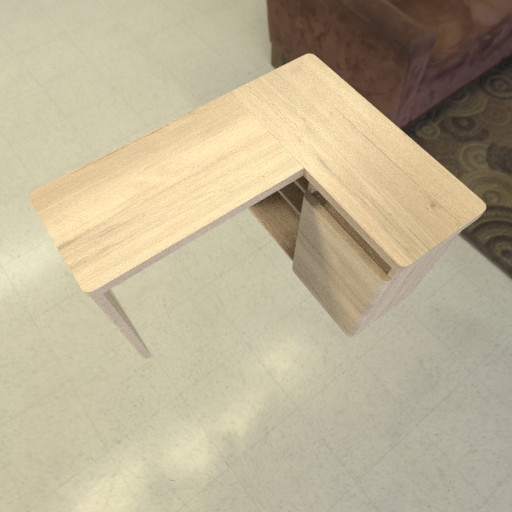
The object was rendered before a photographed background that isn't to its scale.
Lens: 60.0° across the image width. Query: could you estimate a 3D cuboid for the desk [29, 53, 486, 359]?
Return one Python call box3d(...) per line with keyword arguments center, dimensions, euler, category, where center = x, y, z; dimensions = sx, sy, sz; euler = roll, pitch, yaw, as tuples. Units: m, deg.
box3d(center=(0.000, 0.000, 1.744), dimensions=(1.169, 0.760, 0.900), euler=(-32, 67, -16), category="desk")
